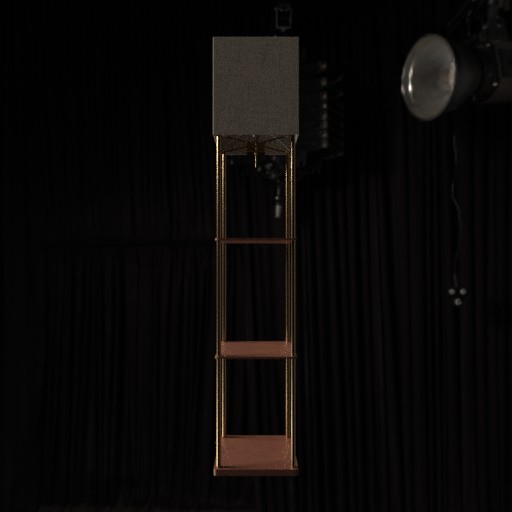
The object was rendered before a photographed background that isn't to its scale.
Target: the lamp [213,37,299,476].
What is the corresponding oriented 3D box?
[{"bbox_3d":[0.000,0.000,1.738,0.308,1.569,0.310,0,0,0],"label":"lamp"}]
